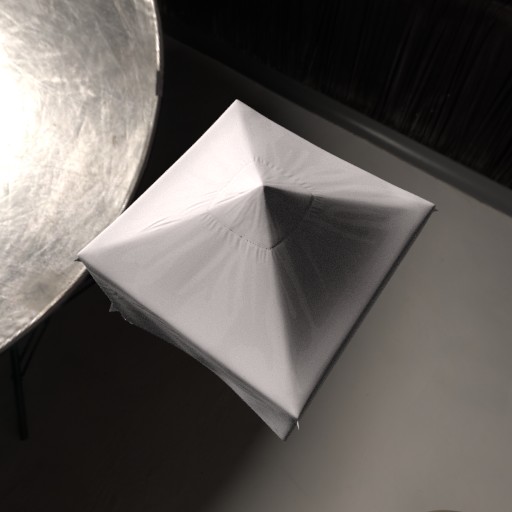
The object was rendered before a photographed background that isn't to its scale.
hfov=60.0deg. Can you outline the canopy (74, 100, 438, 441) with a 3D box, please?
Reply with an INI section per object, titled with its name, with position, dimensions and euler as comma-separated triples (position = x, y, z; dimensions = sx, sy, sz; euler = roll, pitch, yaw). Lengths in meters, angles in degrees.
[canopy]
position = 0.000, 0.000, 5.588
dimensions = 3.121, 2.997, 3.043
euler = 33, 67, 16
